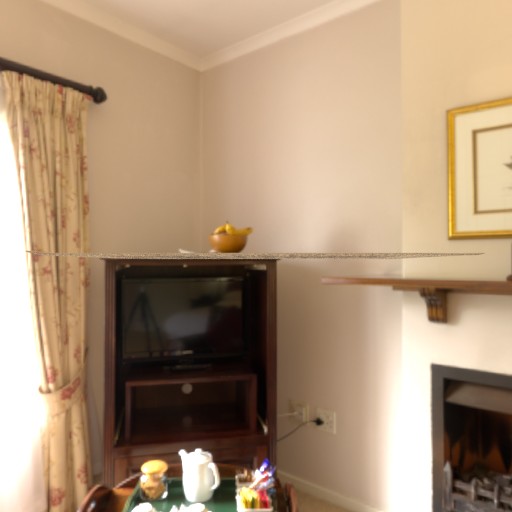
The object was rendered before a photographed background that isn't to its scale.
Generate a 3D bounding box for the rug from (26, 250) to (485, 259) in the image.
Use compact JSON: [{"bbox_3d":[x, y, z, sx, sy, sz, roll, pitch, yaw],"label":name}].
[{"bbox_3d":[0.000,0.000,2.352,1.828,0.019,1.209,0,-1,1],"label":"rug"}]
